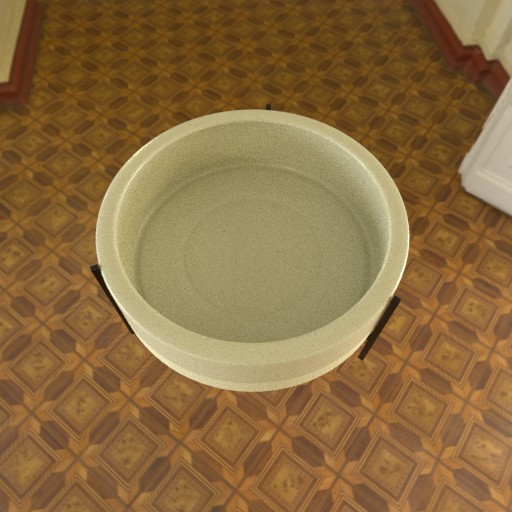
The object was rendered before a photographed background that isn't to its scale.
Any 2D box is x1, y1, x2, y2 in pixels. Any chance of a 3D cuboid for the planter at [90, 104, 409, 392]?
[{"bbox_3d":[0.000,0.000,0.549,0.345,0.171,0.336,32,64,18],"label":"planter"}]
